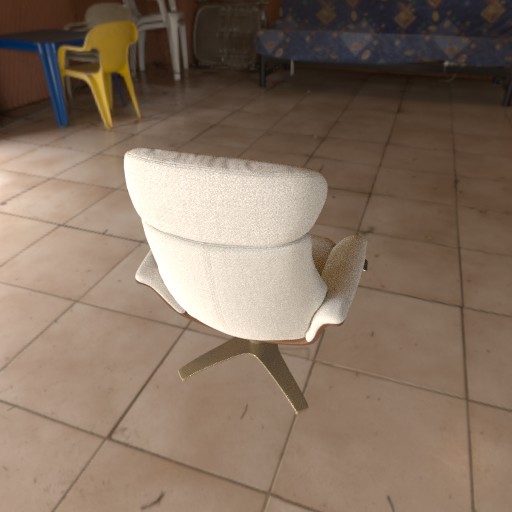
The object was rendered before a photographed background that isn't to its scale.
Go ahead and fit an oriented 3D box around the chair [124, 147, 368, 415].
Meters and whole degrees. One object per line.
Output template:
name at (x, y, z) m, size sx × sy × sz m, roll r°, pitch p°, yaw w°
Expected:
chair at (0.000, 0.000, 1.612) m, size 0.785 × 0.995 × 0.837 m, roll 10°, pitch 34°, yaw 16°
